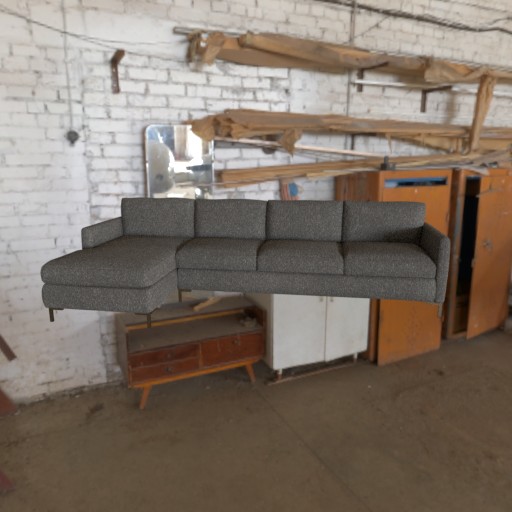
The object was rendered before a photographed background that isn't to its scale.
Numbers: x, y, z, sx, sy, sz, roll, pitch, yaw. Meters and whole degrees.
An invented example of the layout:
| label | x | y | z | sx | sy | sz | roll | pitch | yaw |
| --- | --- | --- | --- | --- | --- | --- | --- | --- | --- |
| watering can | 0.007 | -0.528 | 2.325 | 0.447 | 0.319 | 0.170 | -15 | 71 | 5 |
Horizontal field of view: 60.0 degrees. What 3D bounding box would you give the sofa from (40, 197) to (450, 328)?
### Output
| label | x | y | z | sx | sy | sz | roll | pitch | yaw |
| --- | --- | --- | --- | --- | --- | --- | --- | --- | --- |
| sofa | 0.000 | 0.000 | 3.552 | 2.932 | 0.810 | 1.350 | 2 | 13 | 9 |
